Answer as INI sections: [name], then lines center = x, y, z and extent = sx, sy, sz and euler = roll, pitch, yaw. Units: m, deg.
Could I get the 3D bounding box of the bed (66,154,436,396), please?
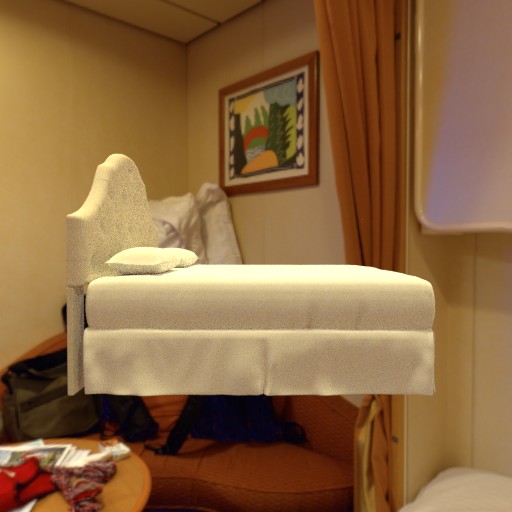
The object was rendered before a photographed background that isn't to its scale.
[bed]
center = 0.000, 0.000, 3.574
extent = 2.214, 1.615, 2.008
euler = 0, 1, 1
